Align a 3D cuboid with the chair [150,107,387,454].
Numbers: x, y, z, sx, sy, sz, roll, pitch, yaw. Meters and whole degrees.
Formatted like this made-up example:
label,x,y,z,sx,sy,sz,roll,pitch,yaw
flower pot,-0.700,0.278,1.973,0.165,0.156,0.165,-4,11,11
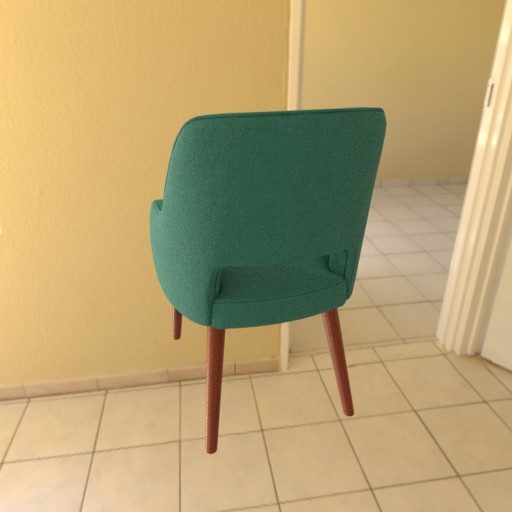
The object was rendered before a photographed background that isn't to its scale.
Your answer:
label,x,y,z,sx,sy,sz,roll,pitch,yaw
chair,0.000,0.000,1.242,0.548,0.849,0.605,-8,26,-17
